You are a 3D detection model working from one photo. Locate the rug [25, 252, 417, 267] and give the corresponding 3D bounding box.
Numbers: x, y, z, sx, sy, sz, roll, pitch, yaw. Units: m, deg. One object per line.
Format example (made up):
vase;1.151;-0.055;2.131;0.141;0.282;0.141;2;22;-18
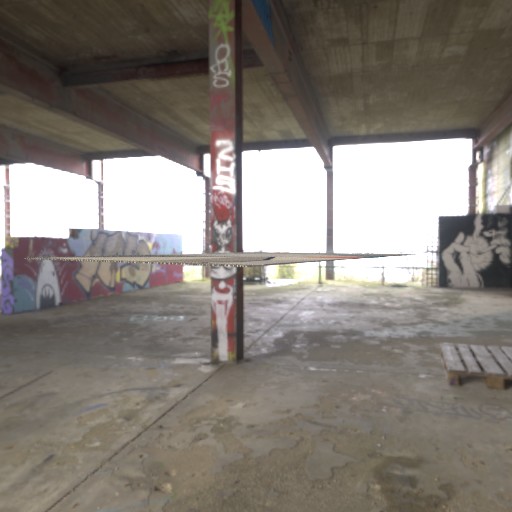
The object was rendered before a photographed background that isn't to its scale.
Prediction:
rug;0.000;0.000;2.348;1.220;0.005;1.828;1;2;35
